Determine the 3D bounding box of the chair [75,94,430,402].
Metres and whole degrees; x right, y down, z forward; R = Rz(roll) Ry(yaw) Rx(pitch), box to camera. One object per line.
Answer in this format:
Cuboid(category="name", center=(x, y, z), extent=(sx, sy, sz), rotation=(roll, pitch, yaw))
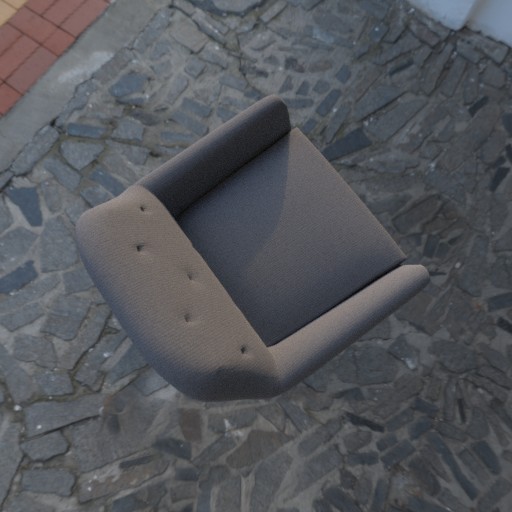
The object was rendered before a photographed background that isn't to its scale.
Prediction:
Cuboid(category="chair", center=(0.000, 0.000, 1.402), extent=(0.779, 0.800, 0.770), rotation=(-35, 78, -9))
